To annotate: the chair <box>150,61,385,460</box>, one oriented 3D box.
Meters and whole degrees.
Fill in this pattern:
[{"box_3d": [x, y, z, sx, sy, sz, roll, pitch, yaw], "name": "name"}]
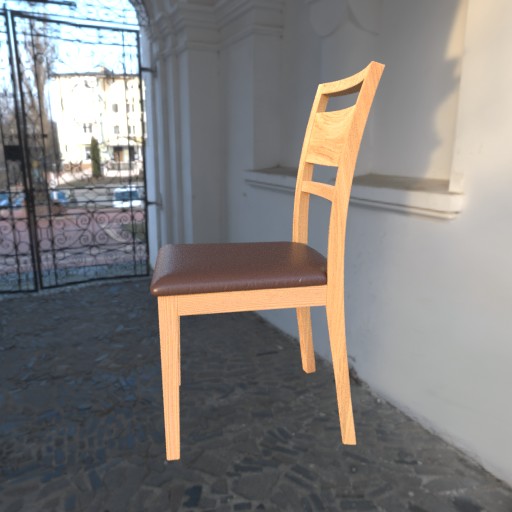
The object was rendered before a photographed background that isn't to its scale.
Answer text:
[{"box_3d": [0.000, 0.000, 1.216, 0.545, 0.940, 0.420, -2, 14, -9], "name": "chair"}]
